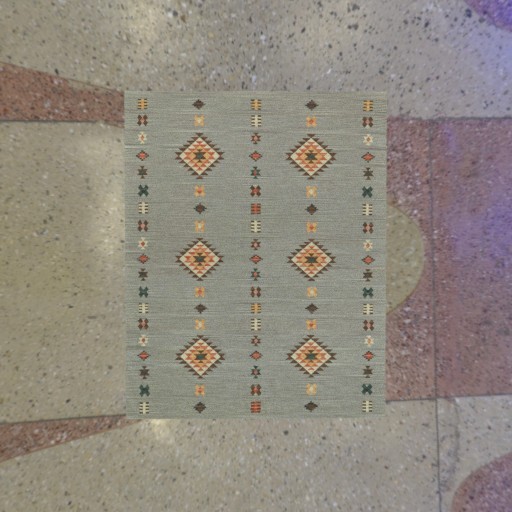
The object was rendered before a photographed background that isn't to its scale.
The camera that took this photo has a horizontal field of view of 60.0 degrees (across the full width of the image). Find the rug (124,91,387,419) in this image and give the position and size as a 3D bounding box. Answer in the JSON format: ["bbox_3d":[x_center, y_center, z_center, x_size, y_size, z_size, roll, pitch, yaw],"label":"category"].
[{"bbox_3d":[0.000,0.000,4.112,2.425,0.008,3.035,0,91,-1],"label":"rug"}]
